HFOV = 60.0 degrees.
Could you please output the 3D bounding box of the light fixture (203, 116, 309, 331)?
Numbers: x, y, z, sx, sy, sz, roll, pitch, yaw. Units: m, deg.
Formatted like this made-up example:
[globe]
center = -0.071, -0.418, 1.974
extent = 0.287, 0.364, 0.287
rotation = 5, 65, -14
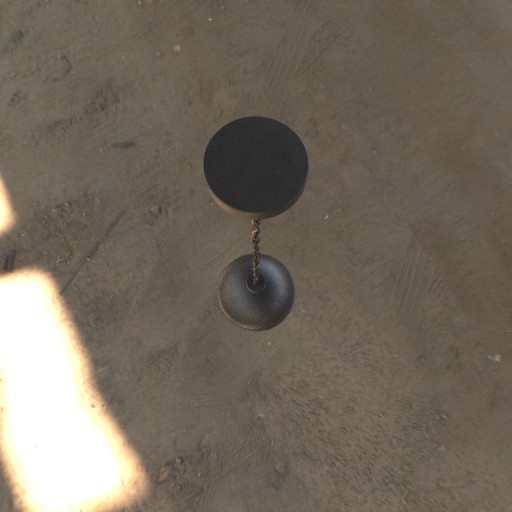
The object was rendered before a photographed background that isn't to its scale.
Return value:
[light fixture]
center = 0.000, 0.000, 1.190
extent = 0.304, 1.090, 0.304
rotation = 28, 77, 7
